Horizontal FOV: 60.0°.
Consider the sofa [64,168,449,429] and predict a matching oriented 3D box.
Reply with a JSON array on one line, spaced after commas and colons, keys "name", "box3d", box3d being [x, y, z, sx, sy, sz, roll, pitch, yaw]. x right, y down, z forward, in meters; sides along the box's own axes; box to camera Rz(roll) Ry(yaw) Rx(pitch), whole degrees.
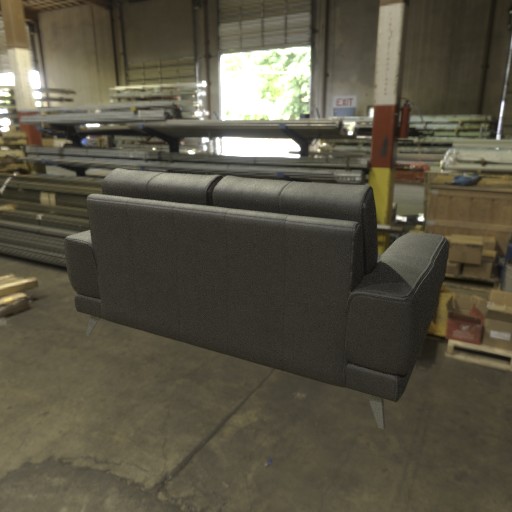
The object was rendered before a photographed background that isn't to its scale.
[{"name": "sofa", "box3d": [0.000, 0.000, 2.342, 1.806, 0.907, 1.018, 9, 19, 27]}]
